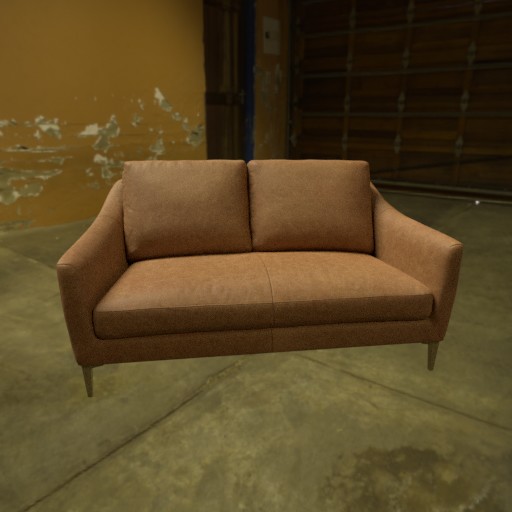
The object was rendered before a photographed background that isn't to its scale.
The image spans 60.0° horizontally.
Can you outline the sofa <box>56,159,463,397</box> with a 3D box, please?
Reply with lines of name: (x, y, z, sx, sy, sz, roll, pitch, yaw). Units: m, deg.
sofa: (0.000, 0.000, 2.202, 1.619, 0.902, 0.960, -2, 17, -8)
